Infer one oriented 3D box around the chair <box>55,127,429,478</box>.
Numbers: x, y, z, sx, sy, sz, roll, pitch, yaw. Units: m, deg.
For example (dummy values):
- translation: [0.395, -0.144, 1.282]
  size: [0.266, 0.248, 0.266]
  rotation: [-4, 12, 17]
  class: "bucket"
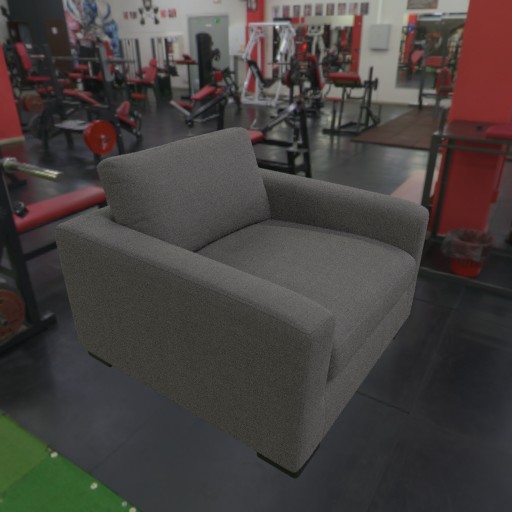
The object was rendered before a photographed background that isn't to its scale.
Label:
- translation: [0.000, 0.000, 1.821]
  size: [1.100, 0.847, 1.070]
  rotation: [18, 32, 31]
  class: "chair"
